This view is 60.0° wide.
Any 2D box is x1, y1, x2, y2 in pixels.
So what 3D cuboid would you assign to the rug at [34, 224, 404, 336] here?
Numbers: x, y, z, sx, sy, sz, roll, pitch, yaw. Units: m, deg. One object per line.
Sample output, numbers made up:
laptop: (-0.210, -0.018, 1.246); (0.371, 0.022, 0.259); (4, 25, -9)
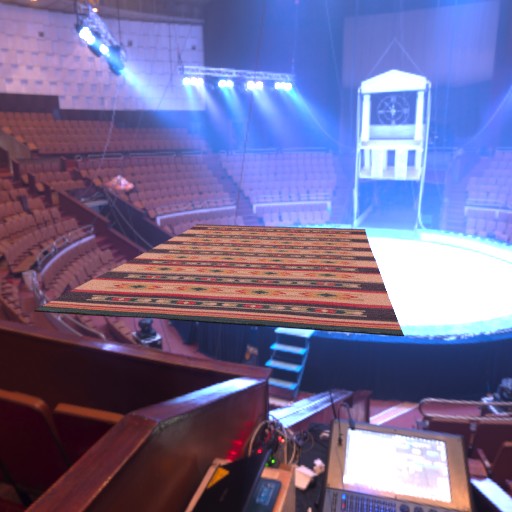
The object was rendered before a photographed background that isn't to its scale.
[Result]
rug: (0.000, 0.000, 2.872); (1.522, 0.010, 2.311); (2, 14, 10)
